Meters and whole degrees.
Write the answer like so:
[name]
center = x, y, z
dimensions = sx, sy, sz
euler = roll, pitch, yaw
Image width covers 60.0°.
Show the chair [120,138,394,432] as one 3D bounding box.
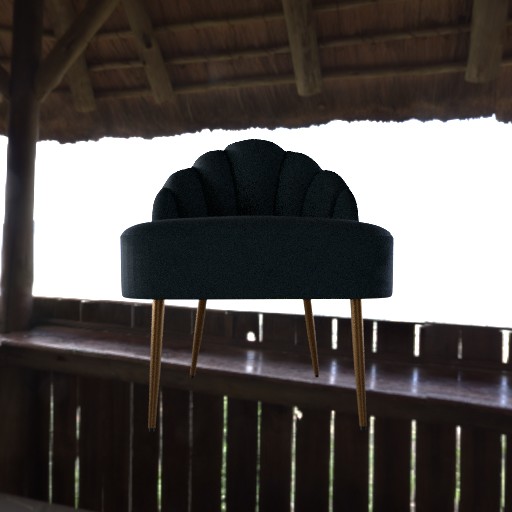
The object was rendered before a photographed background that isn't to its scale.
[chair]
center = 0.000, 0.000, 1.274
dimensions = 0.657, 0.819, 0.599
euler = 0, 0, -1
